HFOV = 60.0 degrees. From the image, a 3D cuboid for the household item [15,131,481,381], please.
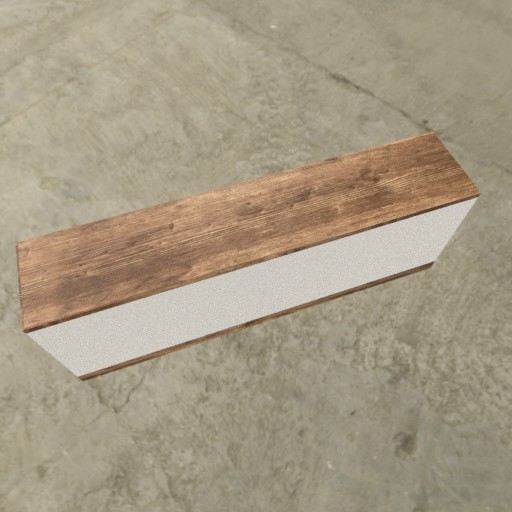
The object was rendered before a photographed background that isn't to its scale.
[{"bbox_3d":[0.000,0.000,2.002,1.800,0.615,0.390,-17,60,-10],"label":"household item"}]
